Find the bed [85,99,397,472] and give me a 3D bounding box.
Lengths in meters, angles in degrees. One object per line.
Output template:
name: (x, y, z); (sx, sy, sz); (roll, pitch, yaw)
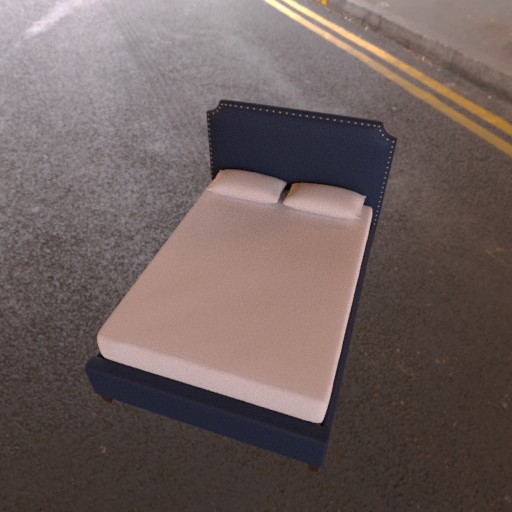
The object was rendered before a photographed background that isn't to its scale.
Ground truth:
bed: (0.000, 0.000, 3.469); (1.712, 1.443, 2.372); (13, 43, 14)
